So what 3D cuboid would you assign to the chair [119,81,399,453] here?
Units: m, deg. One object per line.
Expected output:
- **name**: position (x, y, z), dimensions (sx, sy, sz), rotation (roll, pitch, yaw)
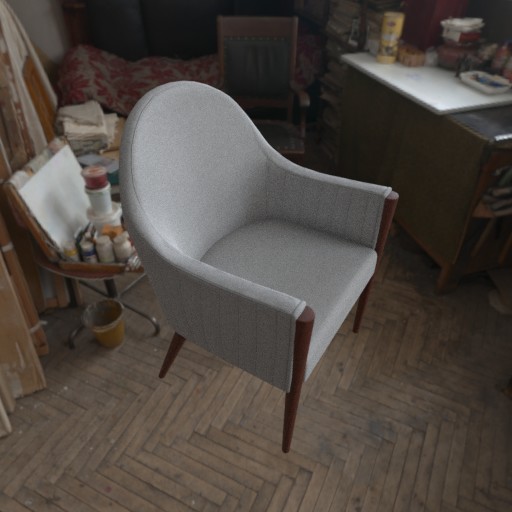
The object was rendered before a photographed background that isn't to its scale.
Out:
- **chair**: position (0.000, 0.000, 1.318), dimensions (0.620, 0.889, 0.610), rotation (22, 45, 24)
